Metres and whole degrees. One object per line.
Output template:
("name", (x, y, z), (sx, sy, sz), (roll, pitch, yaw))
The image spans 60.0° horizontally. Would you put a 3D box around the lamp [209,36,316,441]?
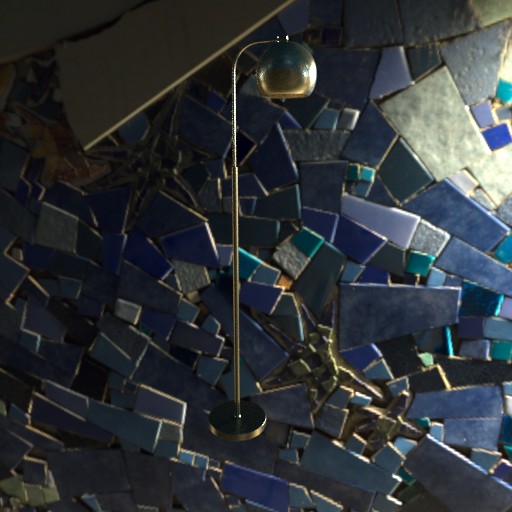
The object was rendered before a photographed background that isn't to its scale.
("lamp", (0.000, 0.000, 1.703), (0.431, 1.526, 0.250), (7, 16, 26))
